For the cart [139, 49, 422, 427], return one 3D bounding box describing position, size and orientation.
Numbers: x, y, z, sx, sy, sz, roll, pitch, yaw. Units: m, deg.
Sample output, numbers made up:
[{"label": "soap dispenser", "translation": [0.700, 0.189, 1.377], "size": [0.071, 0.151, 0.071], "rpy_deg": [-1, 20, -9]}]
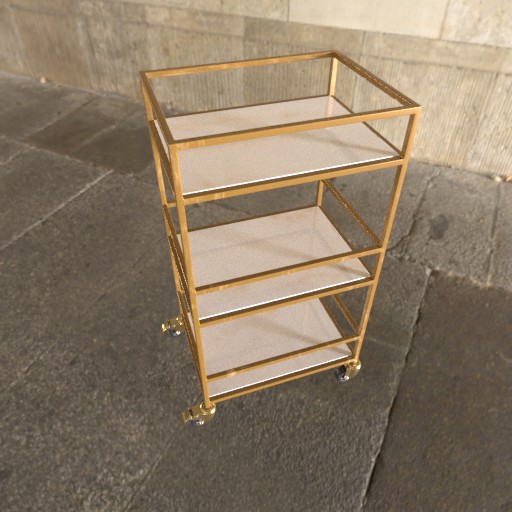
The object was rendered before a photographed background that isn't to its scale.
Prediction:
[{"label": "cart", "translation": [0.000, 0.000, 1.009], "size": [0.483, 0.761, 0.332], "rpy_deg": [-13, 43, -14]}]
